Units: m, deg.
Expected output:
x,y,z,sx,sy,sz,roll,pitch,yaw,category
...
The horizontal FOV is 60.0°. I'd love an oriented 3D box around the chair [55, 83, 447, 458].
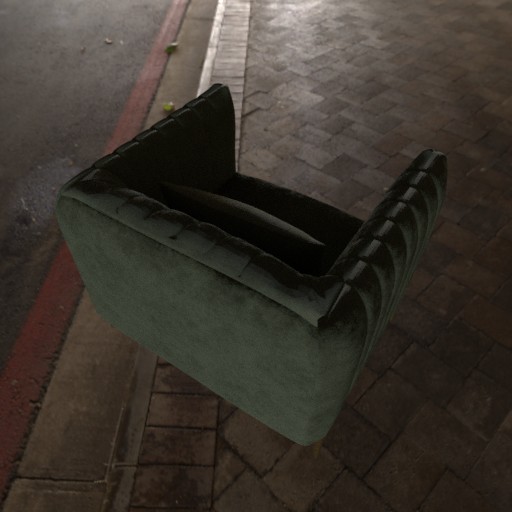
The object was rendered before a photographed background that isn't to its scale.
x,y,z,sx,sy,sz,roll,pitch,yaw,category
0.000,0.000,1.638,1.032,0.794,0.877,26,52,22,chair
